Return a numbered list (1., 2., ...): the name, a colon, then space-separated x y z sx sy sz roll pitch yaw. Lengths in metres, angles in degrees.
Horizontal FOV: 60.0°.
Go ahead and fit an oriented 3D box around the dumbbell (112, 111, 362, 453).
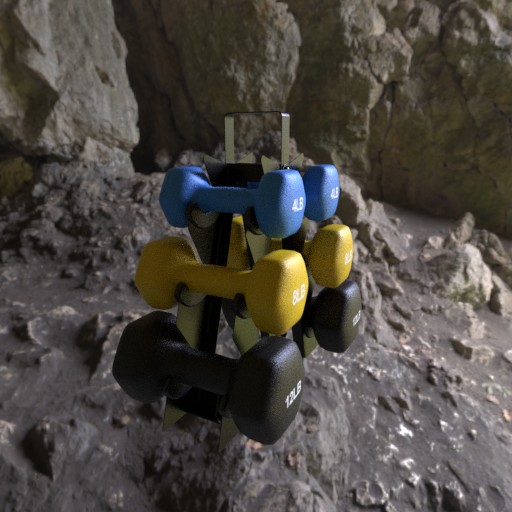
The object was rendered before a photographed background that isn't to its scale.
1. dumbbell: 0.000 0.000 0.689 0.255 0.426 0.409 8 17 27
